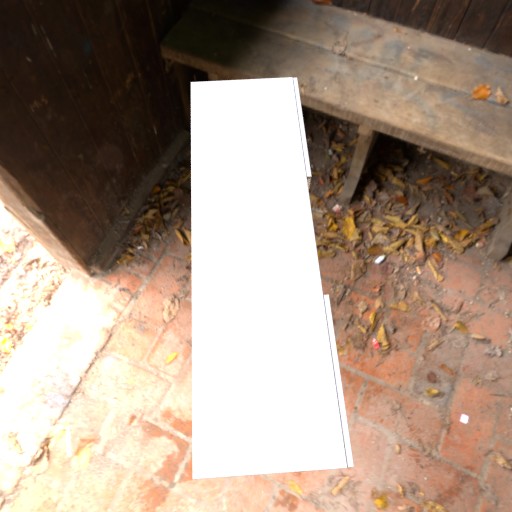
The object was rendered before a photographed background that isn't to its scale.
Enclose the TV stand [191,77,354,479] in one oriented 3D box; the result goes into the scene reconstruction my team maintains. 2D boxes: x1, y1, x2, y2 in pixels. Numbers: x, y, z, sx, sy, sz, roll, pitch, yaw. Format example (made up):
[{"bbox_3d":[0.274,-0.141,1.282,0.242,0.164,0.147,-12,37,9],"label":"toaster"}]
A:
[{"bbox_3d":[0.000,0.000,1.589,0.420,0.310,1.400,-3,64,-2],"label":"TV stand"}]
